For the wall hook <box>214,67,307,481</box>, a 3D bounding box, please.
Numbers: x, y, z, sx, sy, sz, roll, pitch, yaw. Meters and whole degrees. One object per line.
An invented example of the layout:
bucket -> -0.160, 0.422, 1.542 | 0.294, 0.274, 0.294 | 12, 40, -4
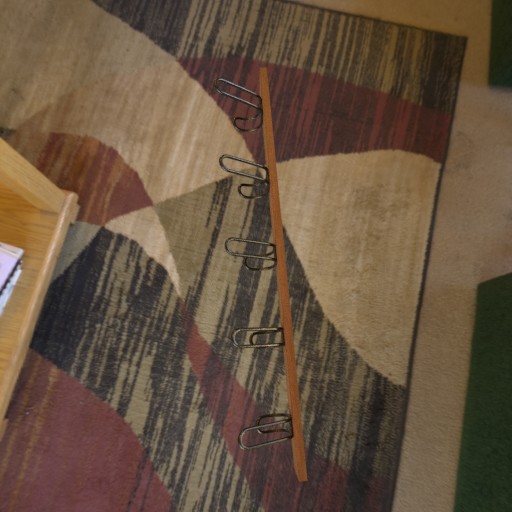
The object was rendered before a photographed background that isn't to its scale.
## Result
wall hook -> 0.000, 0.000, 0.592 | 0.076, 0.116, 0.554 | -5, 77, -1
